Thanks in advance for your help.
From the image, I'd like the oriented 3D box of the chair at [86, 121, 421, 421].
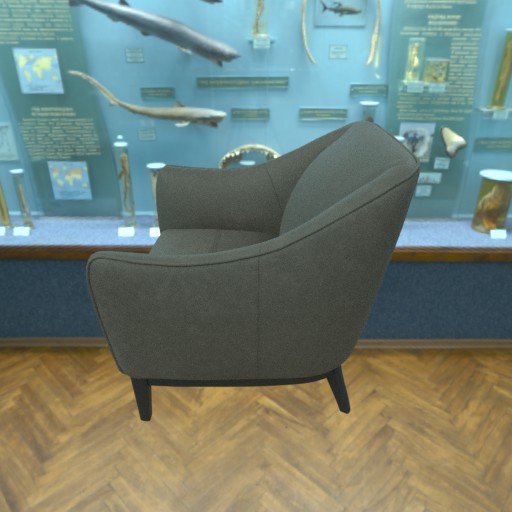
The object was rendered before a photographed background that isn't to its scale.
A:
[{"bbox_3d":[0.000,0.000,1.535,0.852,0.830,0.871,1,27,1],"label":"chair"}]
